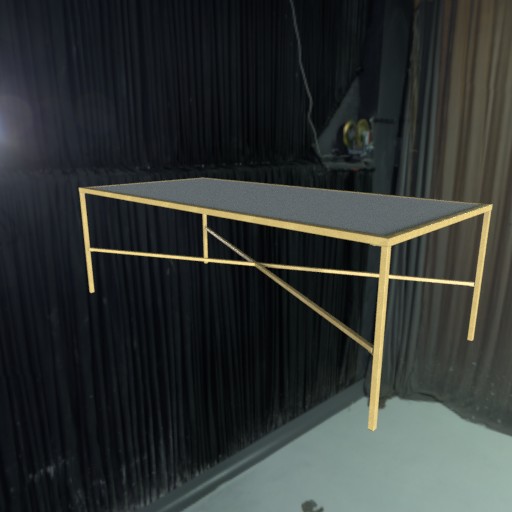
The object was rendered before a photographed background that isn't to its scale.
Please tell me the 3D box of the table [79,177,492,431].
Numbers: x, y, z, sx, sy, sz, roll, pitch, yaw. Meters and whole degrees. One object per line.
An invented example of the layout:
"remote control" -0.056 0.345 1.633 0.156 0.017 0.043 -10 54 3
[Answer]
"table" 0.000 0.000 1.444 1.206 0.398 0.580 14 20 42
